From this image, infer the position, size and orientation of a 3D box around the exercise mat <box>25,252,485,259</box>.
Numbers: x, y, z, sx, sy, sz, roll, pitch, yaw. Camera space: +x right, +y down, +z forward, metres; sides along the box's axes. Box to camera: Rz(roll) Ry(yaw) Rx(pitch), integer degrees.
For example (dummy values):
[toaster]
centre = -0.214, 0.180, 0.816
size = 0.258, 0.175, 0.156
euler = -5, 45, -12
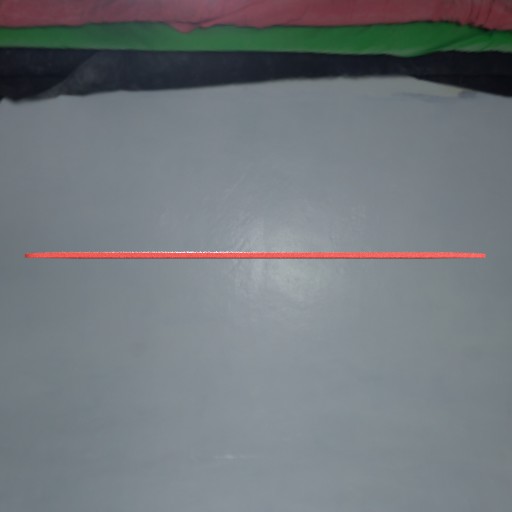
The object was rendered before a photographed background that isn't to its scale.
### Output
[exercise mat]
centre = 0.000, 0.000, 2.062
size = 1.869, 0.021, 0.616
euler = 0, -1, -1
